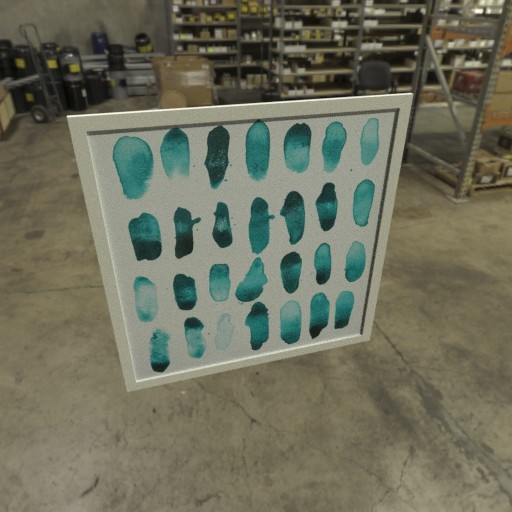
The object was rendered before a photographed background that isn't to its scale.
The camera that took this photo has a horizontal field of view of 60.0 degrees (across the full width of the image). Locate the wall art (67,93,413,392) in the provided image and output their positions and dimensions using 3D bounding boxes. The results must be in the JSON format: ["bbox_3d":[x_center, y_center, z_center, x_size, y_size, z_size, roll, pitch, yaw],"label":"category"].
[{"bbox_3d":[0.000,0.000,1.222,0.812,0.813,0.013,-9,32,-14],"label":"wall art"}]
